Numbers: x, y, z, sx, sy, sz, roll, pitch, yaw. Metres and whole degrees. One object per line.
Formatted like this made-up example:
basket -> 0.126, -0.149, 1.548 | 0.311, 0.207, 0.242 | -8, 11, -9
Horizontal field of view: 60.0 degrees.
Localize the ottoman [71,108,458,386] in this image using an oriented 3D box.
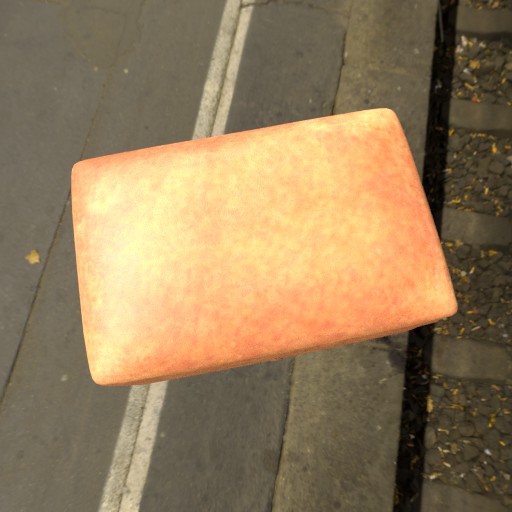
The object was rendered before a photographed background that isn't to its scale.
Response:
ottoman -> 0.000, 0.000, 1.211 | 0.852, 0.507, 0.565 | -11, 75, -3
